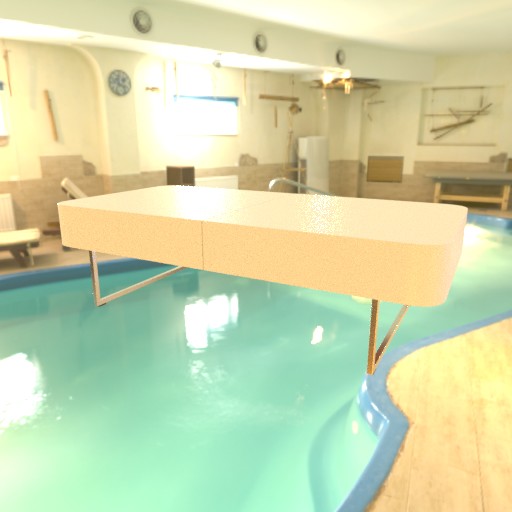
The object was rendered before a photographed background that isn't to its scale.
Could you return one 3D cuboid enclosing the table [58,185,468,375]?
[{"bbox_3d":[0.000,0.000,1.457,1.200,0.340,0.600,8,18,27],"label":"table"}]
